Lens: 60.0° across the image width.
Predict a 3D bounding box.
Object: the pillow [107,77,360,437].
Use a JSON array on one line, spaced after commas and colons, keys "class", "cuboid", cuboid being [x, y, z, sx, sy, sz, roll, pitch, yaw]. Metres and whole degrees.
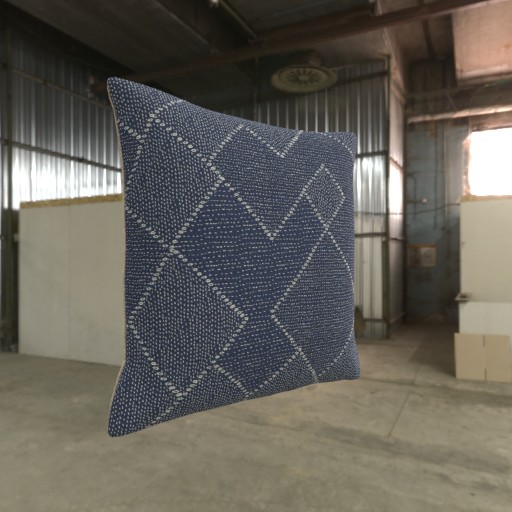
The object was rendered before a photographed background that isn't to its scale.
[{"class": "pillow", "cuboid": [0.000, 0.000, 0.652, 0.435, 0.428, 0.148, 0, 1, -35]}]
